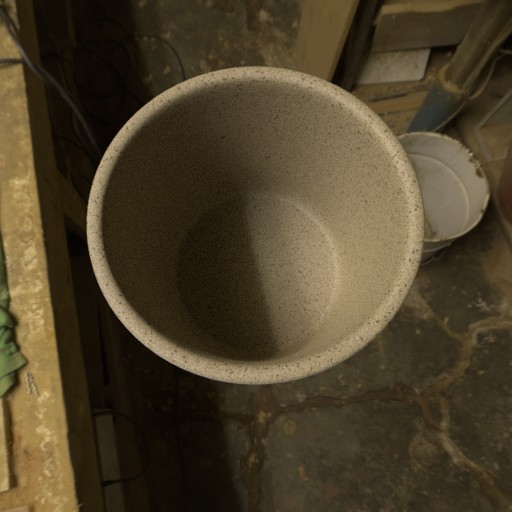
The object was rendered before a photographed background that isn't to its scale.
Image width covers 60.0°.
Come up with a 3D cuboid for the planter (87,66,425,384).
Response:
[{"bbox_3d":[0.000,0.000,0.410,0.228,0.235,0.228,0,74,0],"label":"planter"}]
